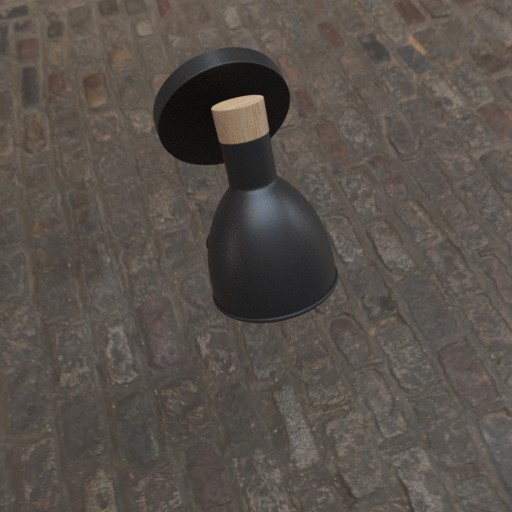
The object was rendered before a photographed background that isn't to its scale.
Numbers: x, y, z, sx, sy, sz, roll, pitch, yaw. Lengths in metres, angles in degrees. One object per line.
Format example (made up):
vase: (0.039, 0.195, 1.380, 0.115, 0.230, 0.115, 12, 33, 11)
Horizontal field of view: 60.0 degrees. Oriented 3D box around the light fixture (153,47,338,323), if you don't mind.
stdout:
light fixture: (0.000, 0.000, 0.494, 0.127, 0.401, 0.203, -18, 66, -8)
